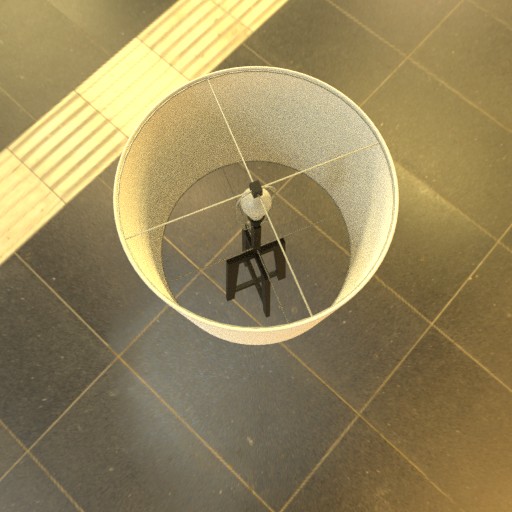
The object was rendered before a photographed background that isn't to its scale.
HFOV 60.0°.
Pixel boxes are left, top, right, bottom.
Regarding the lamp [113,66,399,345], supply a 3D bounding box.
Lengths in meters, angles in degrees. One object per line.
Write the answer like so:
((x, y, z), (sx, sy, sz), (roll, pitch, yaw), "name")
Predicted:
((0.000, 0.000, 0.633), (0.257, 0.489, 0.257), (22, 76, 6), "lamp")
